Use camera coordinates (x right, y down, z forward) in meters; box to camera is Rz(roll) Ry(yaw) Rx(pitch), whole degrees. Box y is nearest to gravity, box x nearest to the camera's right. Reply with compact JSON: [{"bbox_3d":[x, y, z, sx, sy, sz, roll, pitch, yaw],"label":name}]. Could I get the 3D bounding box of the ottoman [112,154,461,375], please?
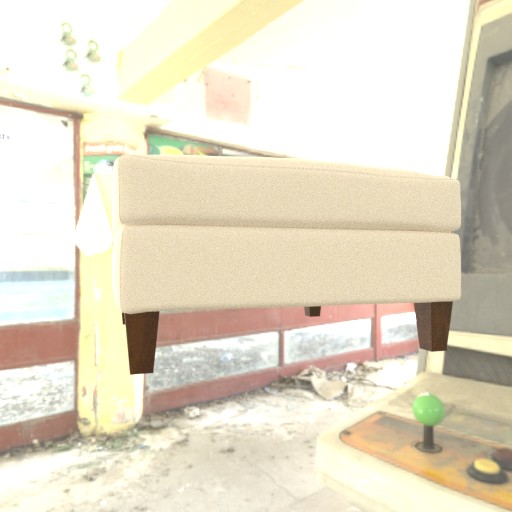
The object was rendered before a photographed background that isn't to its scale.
[{"bbox_3d":[0.000,0.000,1.357,0.838,0.479,0.838,0,-1,-18],"label":"ottoman"}]
